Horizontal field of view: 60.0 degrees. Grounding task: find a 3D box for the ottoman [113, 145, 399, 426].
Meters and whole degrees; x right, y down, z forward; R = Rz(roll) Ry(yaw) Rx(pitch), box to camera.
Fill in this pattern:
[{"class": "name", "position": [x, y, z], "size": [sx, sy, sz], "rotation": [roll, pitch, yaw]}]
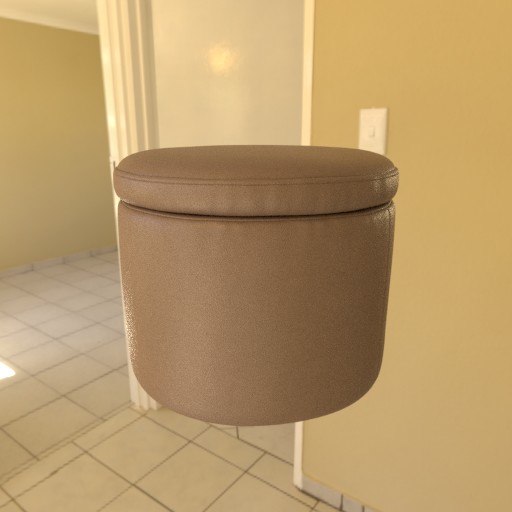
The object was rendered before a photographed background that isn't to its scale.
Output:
[{"class": "ottoman", "position": [0.000, 0.000, 0.851], "size": [0.500, 0.409, 0.500], "rotation": [0, 16, 0]}]
